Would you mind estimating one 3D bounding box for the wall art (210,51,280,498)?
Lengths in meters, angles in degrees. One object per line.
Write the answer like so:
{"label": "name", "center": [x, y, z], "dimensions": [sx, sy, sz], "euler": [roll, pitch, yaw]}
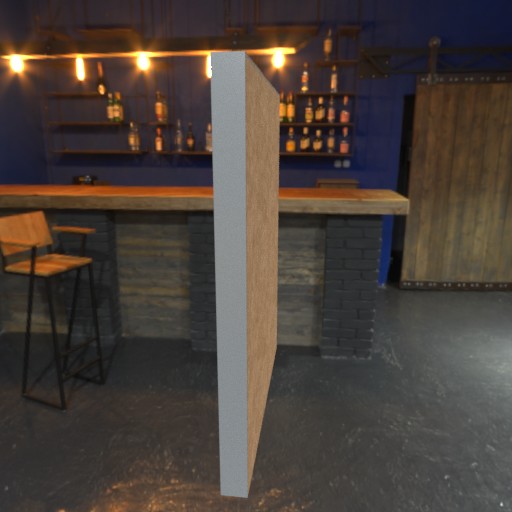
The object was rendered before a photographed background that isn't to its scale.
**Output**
{"label": "wall art", "center": [0.000, 0.000, 0.746], "dimensions": [0.037, 0.554, 0.453], "euler": [2, 15, 7]}
